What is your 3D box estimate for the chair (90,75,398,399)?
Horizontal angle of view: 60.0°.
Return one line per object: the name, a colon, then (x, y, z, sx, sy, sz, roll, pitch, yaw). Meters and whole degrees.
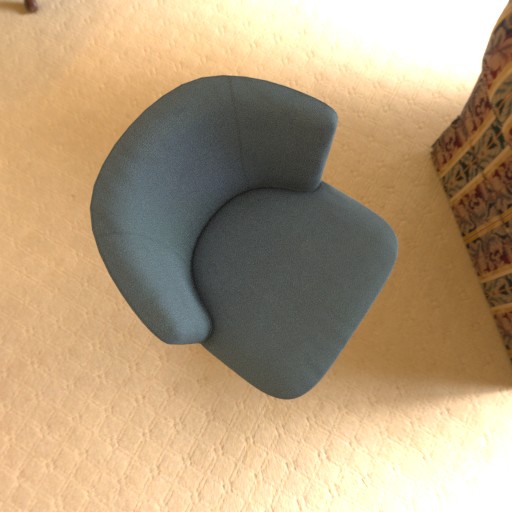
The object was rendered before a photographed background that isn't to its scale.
chair: (0.000, 0.000, 1.301, 0.702, 0.760, 0.661, 35, 78, 8)
